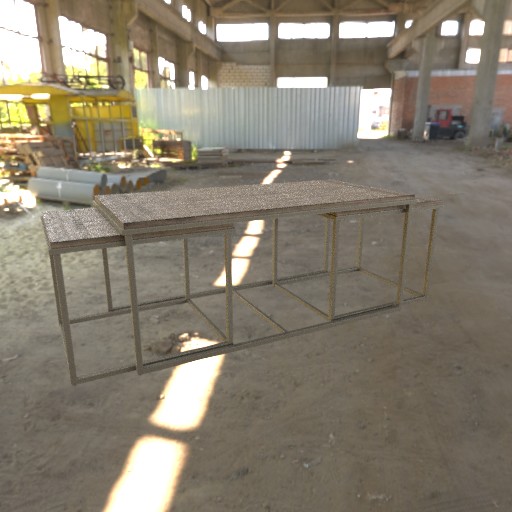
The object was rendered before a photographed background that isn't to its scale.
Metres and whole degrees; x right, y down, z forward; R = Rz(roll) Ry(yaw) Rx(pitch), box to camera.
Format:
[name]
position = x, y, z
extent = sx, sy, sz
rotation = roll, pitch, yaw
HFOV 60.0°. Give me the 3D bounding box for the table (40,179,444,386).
[table]
position = 0.000, 0.000, 1.552
extent = 1.312, 0.427, 0.489
rotation = -8, 19, -26
